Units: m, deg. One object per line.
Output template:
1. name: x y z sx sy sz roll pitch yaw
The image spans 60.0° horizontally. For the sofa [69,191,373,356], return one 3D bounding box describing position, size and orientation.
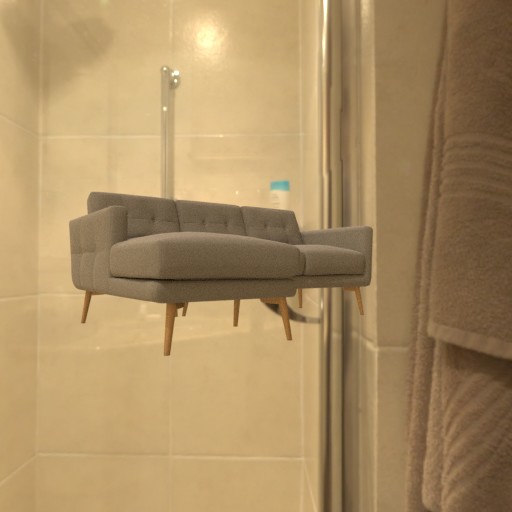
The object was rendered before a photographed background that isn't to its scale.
1. sofa: 0.000 0.000 2.905 2.040 0.860 1.530 1 -2 -36
